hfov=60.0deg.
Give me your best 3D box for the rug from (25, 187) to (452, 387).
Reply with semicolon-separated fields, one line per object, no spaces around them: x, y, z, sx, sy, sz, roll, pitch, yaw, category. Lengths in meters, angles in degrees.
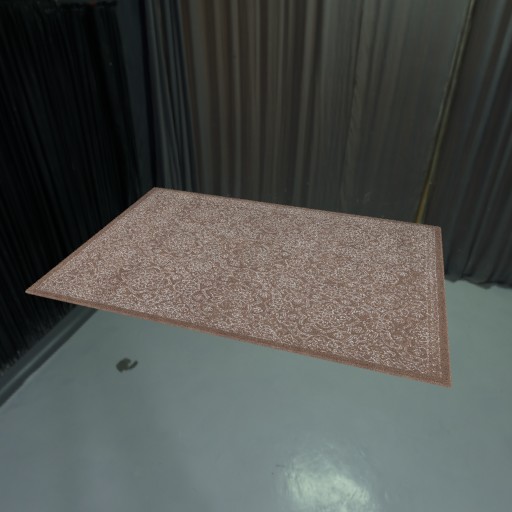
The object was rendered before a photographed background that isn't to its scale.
0.000;0.000;2.846;2.286;0.011;1.524;10;34;15;rug
